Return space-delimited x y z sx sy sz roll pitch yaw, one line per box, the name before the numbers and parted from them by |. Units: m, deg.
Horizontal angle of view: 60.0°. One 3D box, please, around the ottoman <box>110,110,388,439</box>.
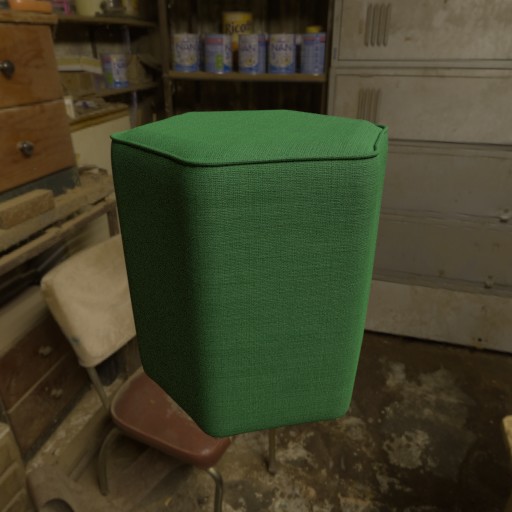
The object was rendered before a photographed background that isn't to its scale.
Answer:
ottoman | 0.000 0.000 0.875 0.444 0.507 0.499 8 27 17
